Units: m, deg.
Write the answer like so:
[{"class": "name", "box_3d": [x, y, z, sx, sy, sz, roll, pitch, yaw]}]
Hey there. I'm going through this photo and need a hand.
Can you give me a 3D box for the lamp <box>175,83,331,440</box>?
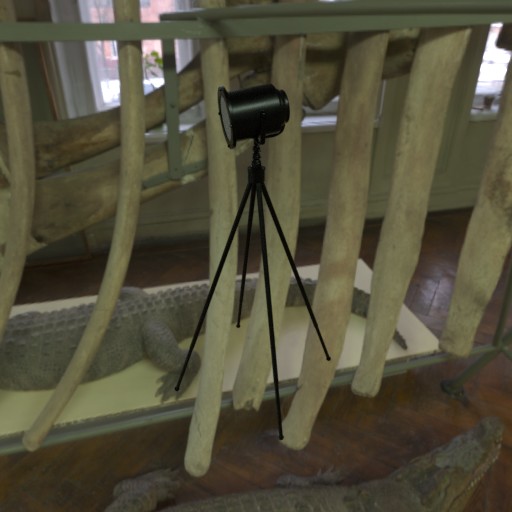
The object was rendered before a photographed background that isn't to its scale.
[{"class": "lamp", "box_3d": [0.000, 0.000, 2.060, 0.884, 1.504, 0.879, -8, 30, -13]}]
